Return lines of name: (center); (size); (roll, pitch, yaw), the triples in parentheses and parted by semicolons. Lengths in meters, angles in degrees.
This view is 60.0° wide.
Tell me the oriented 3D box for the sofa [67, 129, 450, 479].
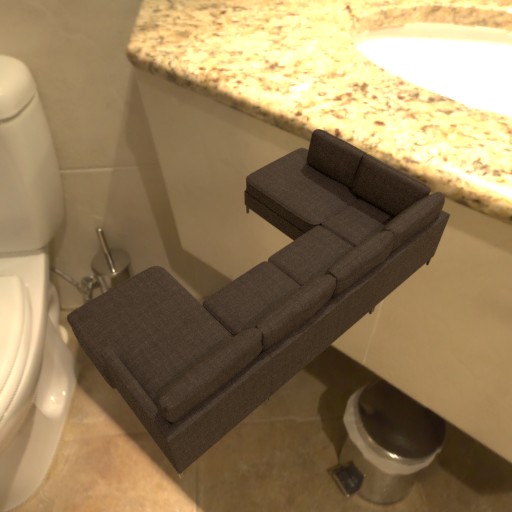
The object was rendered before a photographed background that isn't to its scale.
sofa: (0.000, 0.000, 4.290); (3.423, 0.999, 2.048); (-33, 54, -28)
